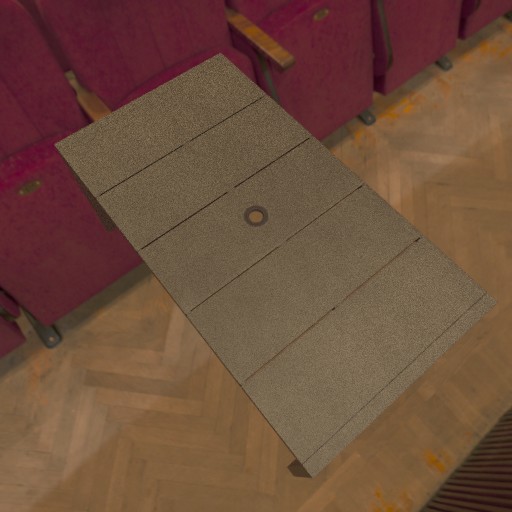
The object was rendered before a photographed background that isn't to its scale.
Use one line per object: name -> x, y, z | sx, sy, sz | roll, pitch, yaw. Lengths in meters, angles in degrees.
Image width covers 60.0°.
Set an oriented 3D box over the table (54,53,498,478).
table -> 0.000, 0.000, 2.101 | 0.914, 0.735, 1.680 | -36, 69, -16
